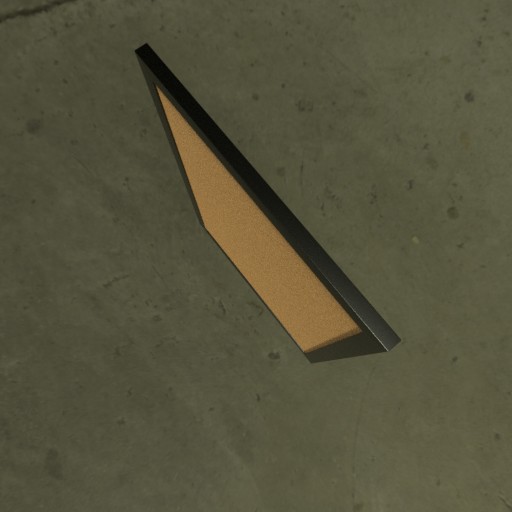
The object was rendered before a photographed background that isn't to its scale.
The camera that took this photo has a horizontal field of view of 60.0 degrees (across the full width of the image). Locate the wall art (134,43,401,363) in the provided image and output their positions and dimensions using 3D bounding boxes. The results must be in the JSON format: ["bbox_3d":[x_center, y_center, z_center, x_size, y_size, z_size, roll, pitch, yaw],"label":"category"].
[{"bbox_3d":[0.000,0.000,0.539,0.013,0.432,0.304,-37,78,-9],"label":"wall art"}]
